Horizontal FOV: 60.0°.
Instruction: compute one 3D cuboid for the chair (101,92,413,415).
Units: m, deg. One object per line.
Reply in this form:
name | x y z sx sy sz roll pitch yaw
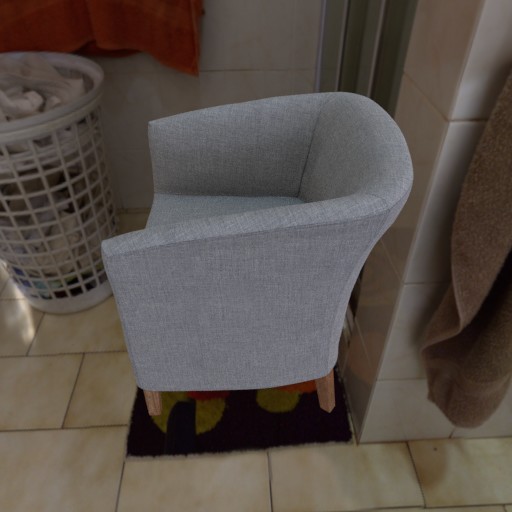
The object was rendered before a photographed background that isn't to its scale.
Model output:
chair | 0.000 0.000 1.263 0.668 0.771 0.600 0 42 0
